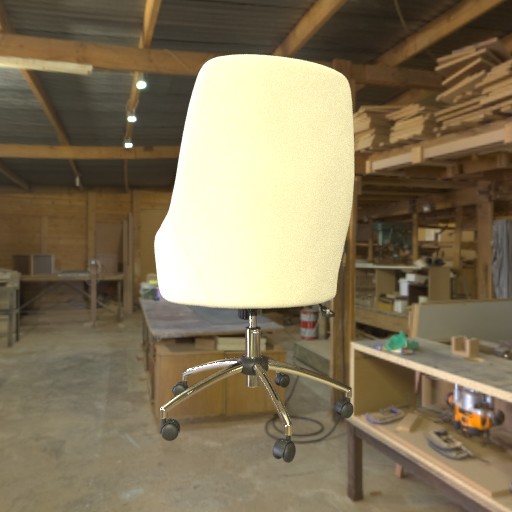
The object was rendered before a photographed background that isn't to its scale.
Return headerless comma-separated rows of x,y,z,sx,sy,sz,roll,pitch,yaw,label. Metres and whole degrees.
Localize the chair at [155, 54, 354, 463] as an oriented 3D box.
0.000,0.000,1.421,0.620,1.049,0.640,0,1,-18,chair
